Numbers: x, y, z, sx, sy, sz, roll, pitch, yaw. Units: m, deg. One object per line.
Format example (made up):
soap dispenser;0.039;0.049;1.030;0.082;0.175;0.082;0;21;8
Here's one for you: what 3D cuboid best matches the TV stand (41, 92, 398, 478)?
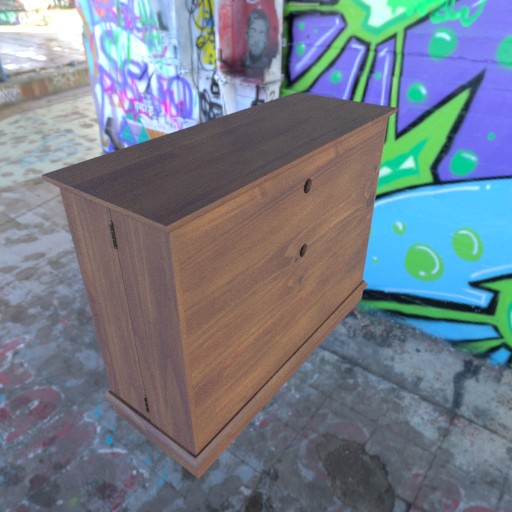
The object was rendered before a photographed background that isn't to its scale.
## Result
TV stand;0.000;0.000;1.471;0.406;0.813;1.067;22;38;31
